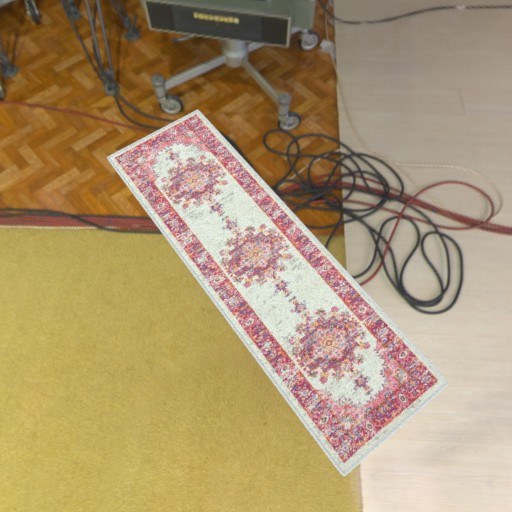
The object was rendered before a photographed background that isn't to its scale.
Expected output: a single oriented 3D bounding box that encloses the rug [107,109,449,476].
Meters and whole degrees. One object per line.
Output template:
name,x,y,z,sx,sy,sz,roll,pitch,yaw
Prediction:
rug,0.000,0.000,2.012,0.562,0.009,1.824,-33,68,-16
